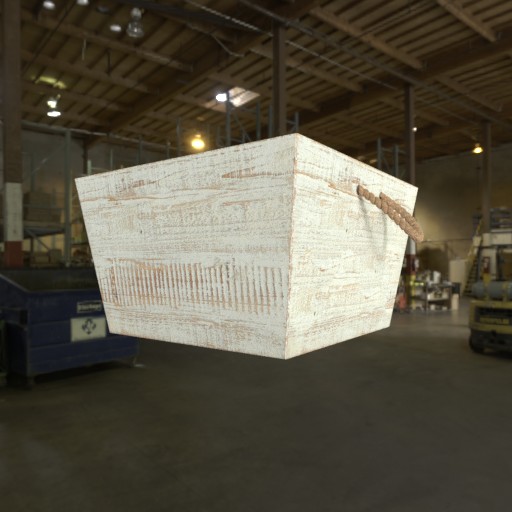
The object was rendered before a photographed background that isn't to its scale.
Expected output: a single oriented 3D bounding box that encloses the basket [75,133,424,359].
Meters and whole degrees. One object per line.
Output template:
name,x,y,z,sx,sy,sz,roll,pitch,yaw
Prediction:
basket,0.000,0.000,0.745,0.545,0.247,0.413,-1,-1,37
